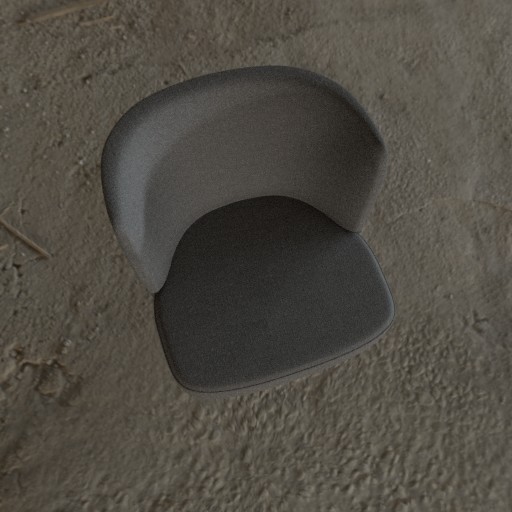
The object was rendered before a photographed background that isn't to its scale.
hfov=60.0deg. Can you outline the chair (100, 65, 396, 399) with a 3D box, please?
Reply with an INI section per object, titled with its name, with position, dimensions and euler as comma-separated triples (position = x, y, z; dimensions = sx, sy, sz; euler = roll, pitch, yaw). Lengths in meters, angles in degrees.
[chair]
position = 0.000, 0.000, 1.251
dimensions = 0.639, 0.695, 0.698
euler = -17, 65, -8
